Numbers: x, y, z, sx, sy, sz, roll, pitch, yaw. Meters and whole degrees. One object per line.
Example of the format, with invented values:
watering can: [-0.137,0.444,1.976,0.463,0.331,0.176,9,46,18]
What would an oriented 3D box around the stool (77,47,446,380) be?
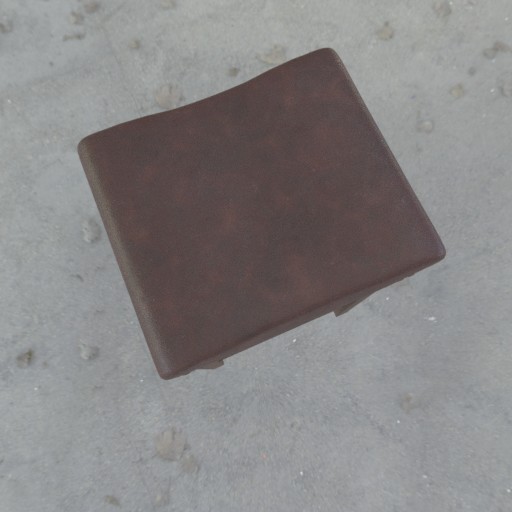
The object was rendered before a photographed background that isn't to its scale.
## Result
stool: [0.000,0.000,1.034,0.465,0.769,0.401,-23,77,-6]
